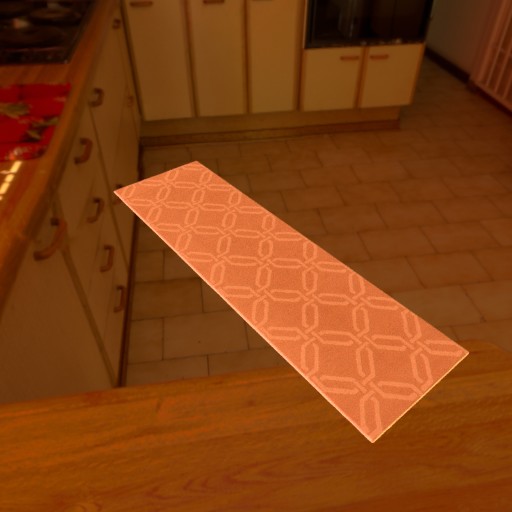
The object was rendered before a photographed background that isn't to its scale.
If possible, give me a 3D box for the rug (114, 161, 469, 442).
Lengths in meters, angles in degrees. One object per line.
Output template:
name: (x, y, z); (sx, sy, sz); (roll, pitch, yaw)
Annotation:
rug: (0.000, 0.000, 2.537); (0.678, 0.014, 2.276); (-28, 48, -28)
